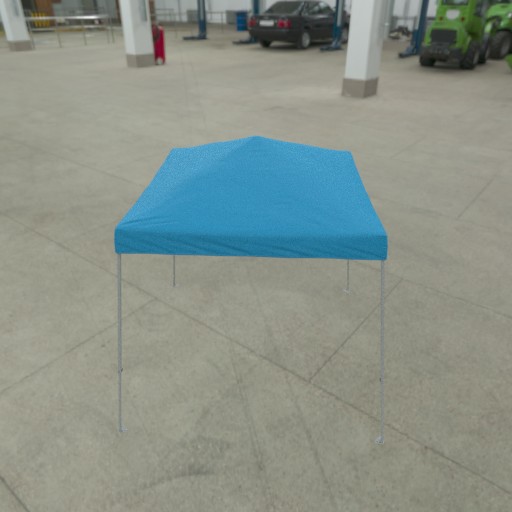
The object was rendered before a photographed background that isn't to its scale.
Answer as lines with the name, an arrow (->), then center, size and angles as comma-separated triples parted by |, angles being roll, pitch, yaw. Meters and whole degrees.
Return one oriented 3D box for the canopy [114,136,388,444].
canopy -> 0.000, 0.000, 5.255 | 2.850, 2.850, 2.849 | 1, 30, 3
